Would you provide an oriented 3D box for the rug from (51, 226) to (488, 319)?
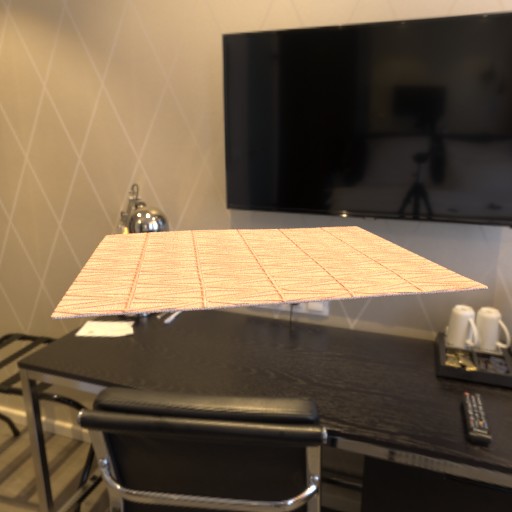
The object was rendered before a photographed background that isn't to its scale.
[{"bbox_3d":[0.000,0.000,4.167,3.052,0.043,2.453,-3,15,-10],"label":"rug"}]
